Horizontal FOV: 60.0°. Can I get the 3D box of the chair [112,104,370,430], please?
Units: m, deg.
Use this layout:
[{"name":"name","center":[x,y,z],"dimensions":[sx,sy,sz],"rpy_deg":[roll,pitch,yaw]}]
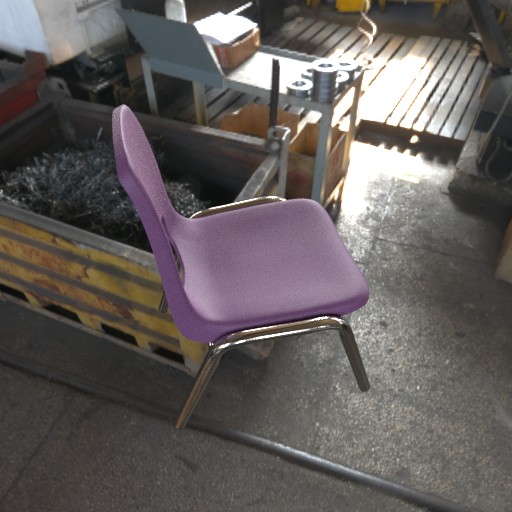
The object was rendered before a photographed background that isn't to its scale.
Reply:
[{"name":"chair","center":[0.000,0.000,0.826],"dimensions":[0.419,0.584,0.356],"rpy_deg":[-10,46,-10]}]
